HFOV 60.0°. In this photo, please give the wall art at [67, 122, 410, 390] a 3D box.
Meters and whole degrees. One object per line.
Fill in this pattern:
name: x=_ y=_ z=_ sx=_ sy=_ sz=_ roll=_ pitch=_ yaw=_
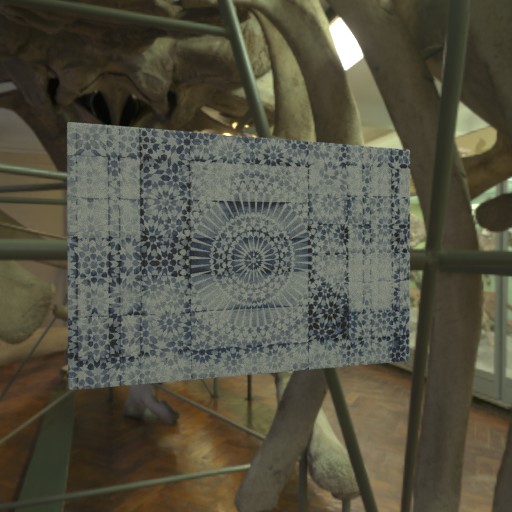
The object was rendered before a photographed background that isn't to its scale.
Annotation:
wall art: x=0.000 y=0.000 z=1.166 sx=0.911 sy=0.608 sz=0.057 roll=0 pitch=1 yaw=-17
